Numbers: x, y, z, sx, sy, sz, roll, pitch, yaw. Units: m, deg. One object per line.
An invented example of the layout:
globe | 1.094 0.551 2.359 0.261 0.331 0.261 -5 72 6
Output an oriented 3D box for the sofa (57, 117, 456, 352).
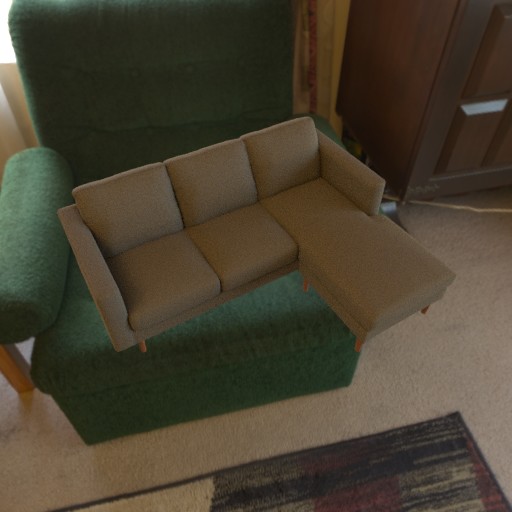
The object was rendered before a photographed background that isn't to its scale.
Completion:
sofa | 0.000 0.000 2.892 2.031 0.897 1.591 -23 50 -21
